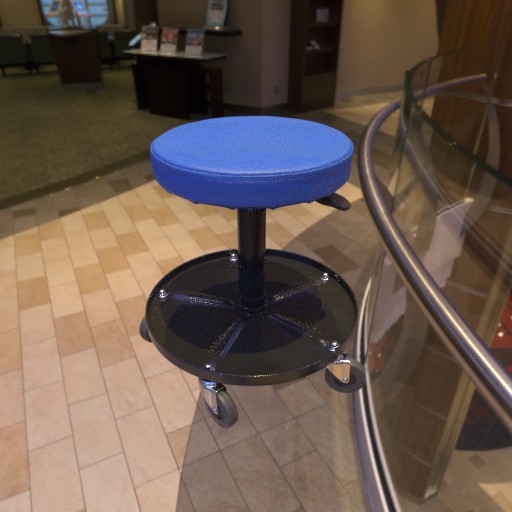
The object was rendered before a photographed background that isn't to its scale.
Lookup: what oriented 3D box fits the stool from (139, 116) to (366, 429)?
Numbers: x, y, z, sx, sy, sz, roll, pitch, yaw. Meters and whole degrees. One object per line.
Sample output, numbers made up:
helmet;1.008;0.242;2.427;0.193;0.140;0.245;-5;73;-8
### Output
stool;0.000;0.000;0.687;0.382;0.365;0.381;9;32;15
